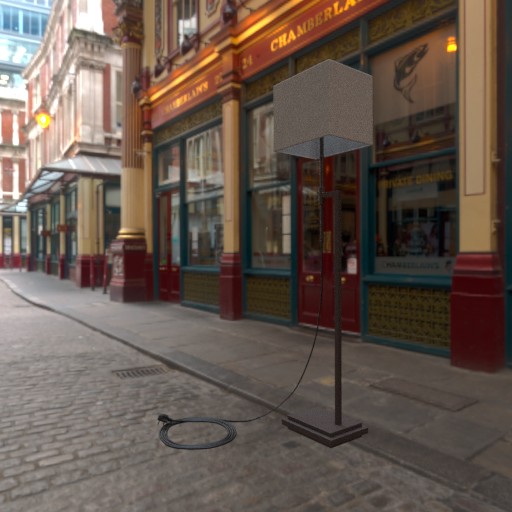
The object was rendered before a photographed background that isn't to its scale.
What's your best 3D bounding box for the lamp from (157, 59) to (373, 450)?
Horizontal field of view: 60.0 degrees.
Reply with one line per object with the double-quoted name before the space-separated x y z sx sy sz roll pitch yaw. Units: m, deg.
"lamp" 0.000 0.000 2.008 0.774 1.600 0.698 0 -1 -37
